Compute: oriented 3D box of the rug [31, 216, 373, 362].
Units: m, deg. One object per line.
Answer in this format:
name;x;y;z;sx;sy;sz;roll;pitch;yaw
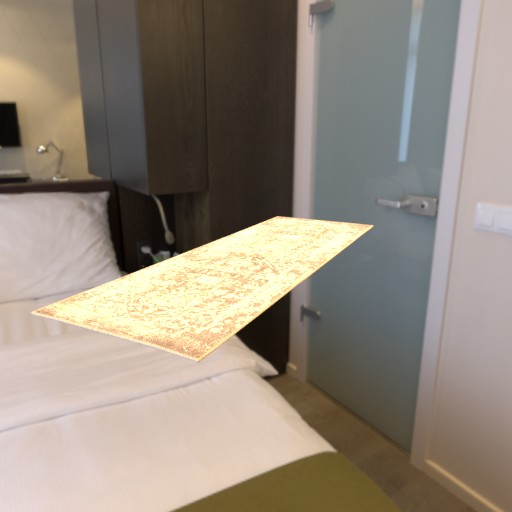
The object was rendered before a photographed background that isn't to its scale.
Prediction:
rug;0.000;0.000;2.687;0.855;0.017;2.452;8;18;26
